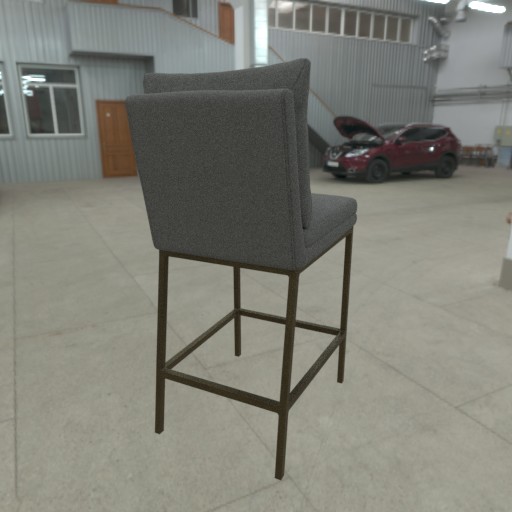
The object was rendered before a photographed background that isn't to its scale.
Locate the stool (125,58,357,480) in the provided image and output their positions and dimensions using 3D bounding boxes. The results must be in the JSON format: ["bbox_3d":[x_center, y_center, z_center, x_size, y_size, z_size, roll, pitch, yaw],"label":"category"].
[{"bbox_3d":[0.000,0.000,1.333,0.463,1.030,0.569,8,18,26],"label":"stool"}]
